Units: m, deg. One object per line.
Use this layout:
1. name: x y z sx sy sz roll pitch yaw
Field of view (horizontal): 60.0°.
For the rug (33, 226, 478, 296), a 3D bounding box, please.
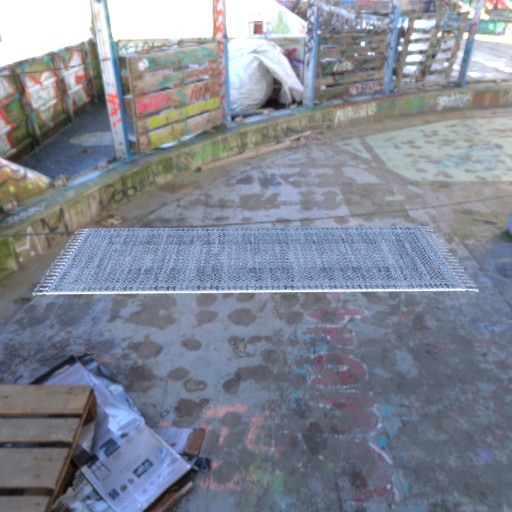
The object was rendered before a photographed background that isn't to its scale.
1. rug: 0.000 0.000 2.760 2.480 0.013 0.786 0 31 -1
